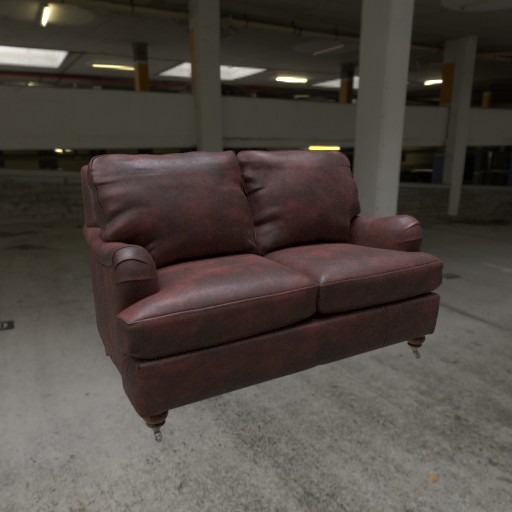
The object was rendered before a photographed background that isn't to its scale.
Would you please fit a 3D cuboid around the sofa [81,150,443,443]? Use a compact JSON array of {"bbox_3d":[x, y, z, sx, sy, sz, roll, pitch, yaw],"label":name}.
[{"bbox_3d":[0.000,0.000,2.328,1.628,1.070,1.148,-8,17,-28],"label":"sofa"}]
